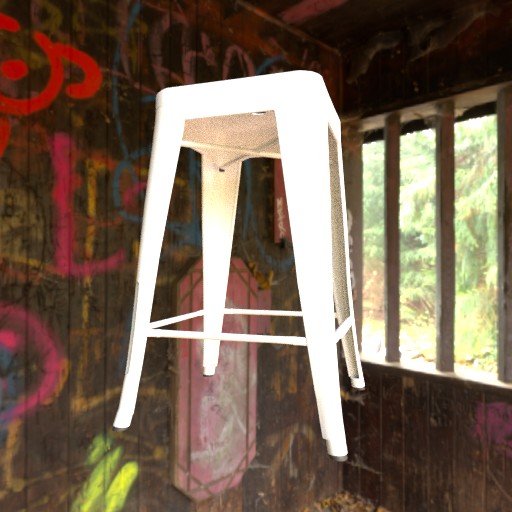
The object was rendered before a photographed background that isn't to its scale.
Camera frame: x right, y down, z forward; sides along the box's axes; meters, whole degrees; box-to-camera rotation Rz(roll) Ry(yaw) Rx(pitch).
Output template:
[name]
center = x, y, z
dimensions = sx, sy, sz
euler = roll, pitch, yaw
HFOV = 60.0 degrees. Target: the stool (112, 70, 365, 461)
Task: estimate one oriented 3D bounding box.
[stool]
center = 0.000, 0.000, 0.905
dimensions = 0.406, 0.610, 0.406
euler = 0, -1, 18
